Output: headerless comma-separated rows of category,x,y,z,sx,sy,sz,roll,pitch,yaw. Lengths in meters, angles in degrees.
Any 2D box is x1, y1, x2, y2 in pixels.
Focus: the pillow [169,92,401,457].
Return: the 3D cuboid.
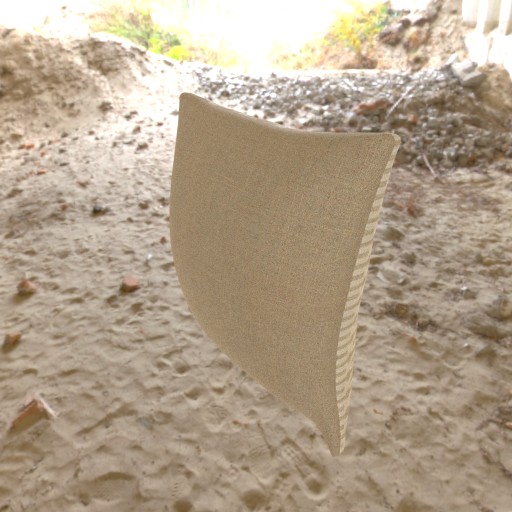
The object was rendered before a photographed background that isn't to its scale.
pillow,0.000,0.000,0.768,0.219,0.491,0.496,-18,32,-31
